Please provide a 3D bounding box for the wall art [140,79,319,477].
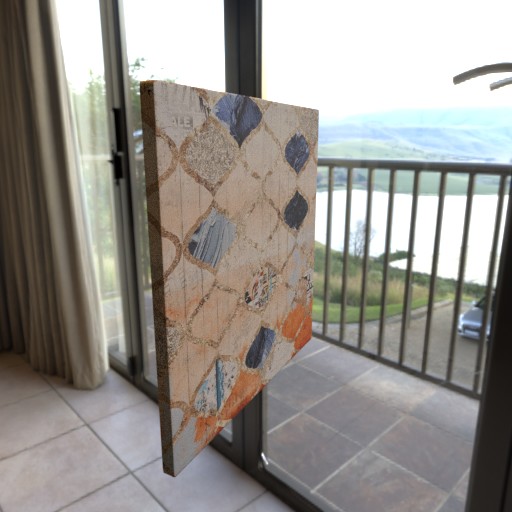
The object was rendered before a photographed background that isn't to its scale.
[{"bbox_3d":[0.000,0.000,1.365,0.039,0.914,0.912,8,16,27],"label":"wall art"}]
